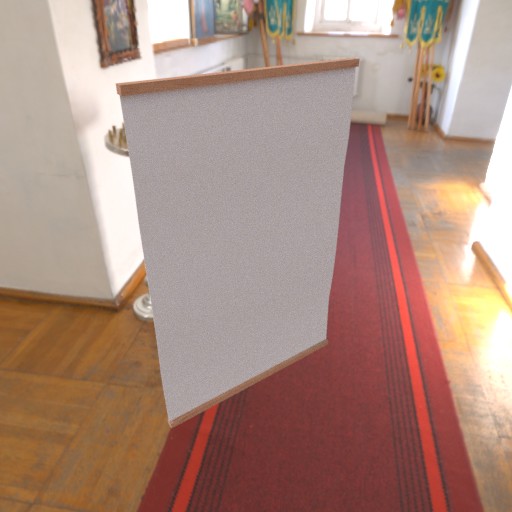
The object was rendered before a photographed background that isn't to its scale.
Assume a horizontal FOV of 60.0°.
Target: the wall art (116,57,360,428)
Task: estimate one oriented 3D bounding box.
[{"bbox_3d":[0.000,0.000,0.648,0.332,0.508,0.012,-20,36,-30],"label":"wall art"}]
